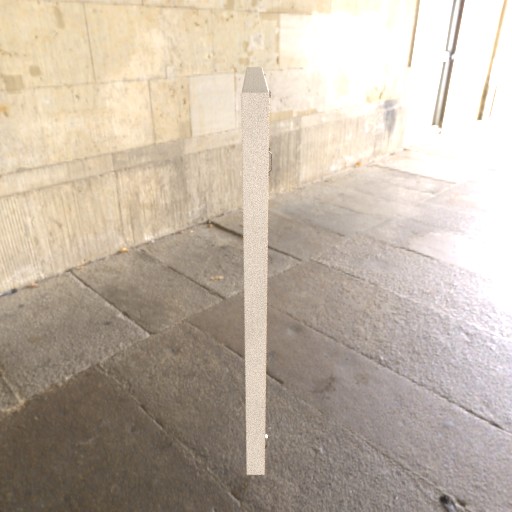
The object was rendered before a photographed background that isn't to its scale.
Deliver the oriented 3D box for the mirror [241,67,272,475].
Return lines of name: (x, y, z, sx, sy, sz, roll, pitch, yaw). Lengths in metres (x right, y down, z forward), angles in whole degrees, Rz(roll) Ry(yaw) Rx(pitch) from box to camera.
mirror: (0.000, 0.000, 0.942, 0.040, 0.710, 0.507, 0, 26, 0)
